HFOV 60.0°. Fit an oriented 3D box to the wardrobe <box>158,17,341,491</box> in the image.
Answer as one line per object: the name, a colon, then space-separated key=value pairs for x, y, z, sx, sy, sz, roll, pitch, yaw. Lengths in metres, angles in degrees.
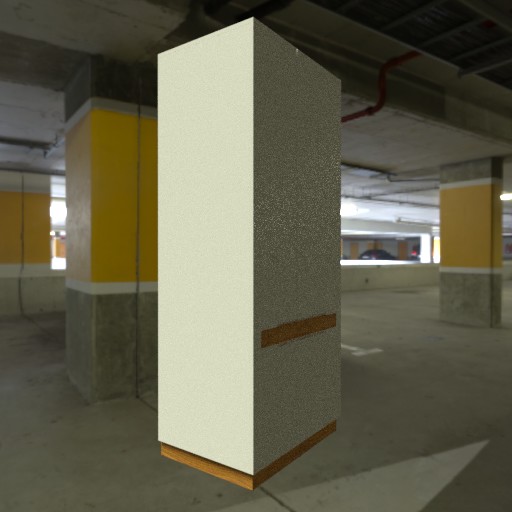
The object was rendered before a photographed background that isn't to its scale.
wardrobe: x=0.000 y=0.000 z=2.416 sx=0.600 sy=2.040 sz=0.860 roll=0 pitch=0 yaw=36
